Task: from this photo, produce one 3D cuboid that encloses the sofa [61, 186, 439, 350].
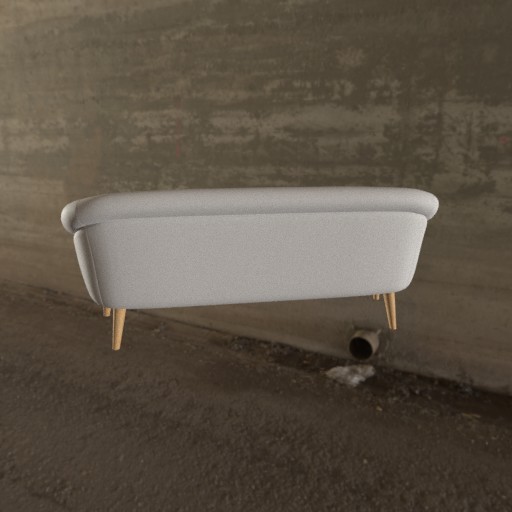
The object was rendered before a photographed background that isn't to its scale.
[{"bbox_3d":[0.000,0.000,2.493,2.160,0.795,0.827,-2,15,-9],"label":"sofa"}]
